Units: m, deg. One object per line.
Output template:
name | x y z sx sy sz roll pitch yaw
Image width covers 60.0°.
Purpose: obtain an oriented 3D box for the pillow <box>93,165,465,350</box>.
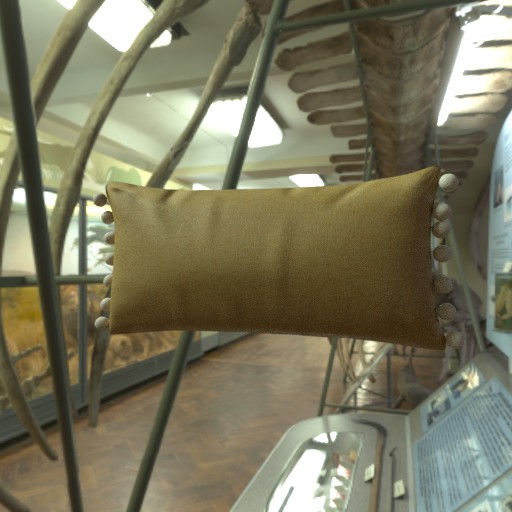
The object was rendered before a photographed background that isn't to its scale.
pillow | 0.000 0.000 0.833 0.709 0.322 0.201 -1 -2 18
